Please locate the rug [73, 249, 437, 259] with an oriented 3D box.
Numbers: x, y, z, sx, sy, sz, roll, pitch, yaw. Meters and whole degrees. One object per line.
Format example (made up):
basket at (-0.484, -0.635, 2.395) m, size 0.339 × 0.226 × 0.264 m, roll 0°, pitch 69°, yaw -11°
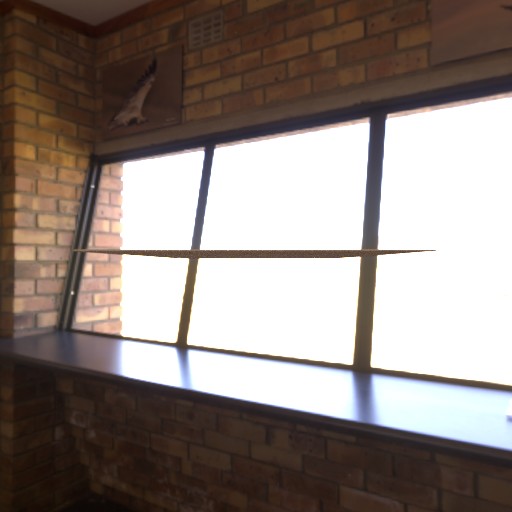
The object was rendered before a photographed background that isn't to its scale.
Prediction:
rug at (0.000, 0.000, 3.052) m, size 1.529 × 0.009 × 2.446 m, roll 0°, pitch -1°, yaw 1°
